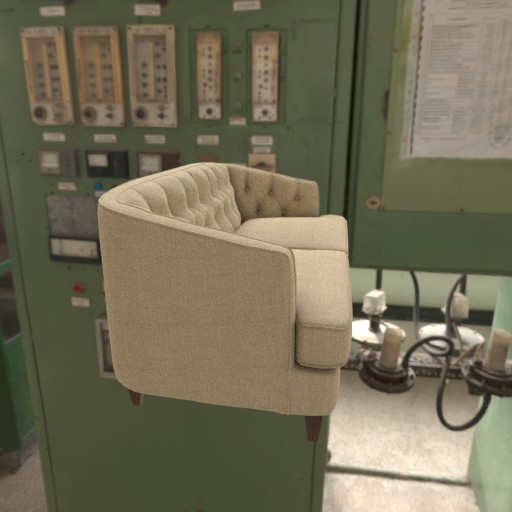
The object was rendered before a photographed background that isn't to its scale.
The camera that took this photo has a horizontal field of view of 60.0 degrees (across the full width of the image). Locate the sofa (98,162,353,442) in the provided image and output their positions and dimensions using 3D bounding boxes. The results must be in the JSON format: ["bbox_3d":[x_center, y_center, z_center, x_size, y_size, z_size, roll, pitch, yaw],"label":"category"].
[{"bbox_3d":[0.000,0.000,2.266,0.941,0.855,1.733,3,17,10],"label":"sofa"}]
